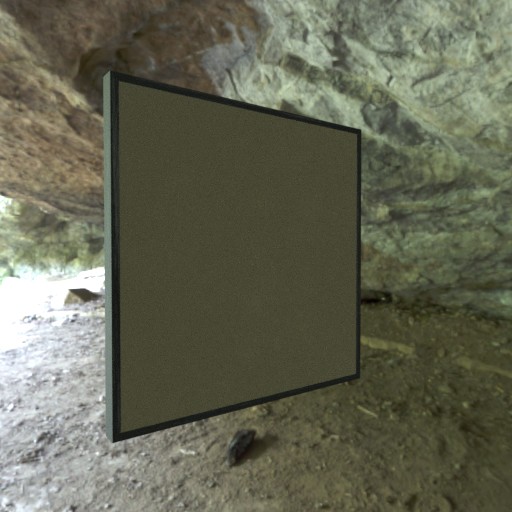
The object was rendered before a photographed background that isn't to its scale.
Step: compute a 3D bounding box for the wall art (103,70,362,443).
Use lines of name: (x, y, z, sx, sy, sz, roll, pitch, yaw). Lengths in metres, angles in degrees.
wall art: (0.000, 0.000, 1.144, 0.762, 0.758, 0.043, -1, 1, -36)
